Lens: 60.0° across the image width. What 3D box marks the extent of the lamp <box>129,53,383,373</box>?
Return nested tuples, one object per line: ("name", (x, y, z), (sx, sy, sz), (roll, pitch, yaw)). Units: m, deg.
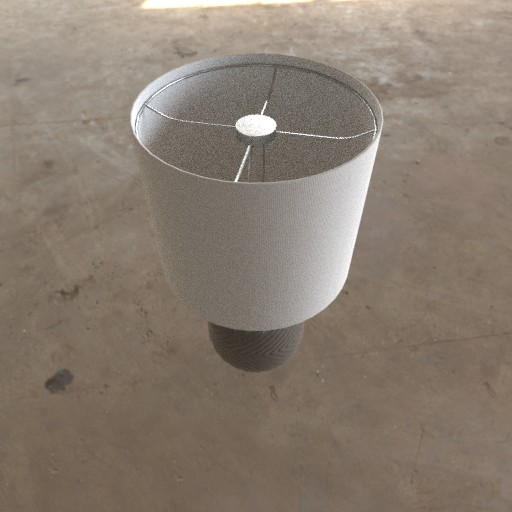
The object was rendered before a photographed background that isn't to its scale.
("lamp", (0.000, 0.000, 0.501), (0.207, 0.366, 0.207), (9, 48, 8))
